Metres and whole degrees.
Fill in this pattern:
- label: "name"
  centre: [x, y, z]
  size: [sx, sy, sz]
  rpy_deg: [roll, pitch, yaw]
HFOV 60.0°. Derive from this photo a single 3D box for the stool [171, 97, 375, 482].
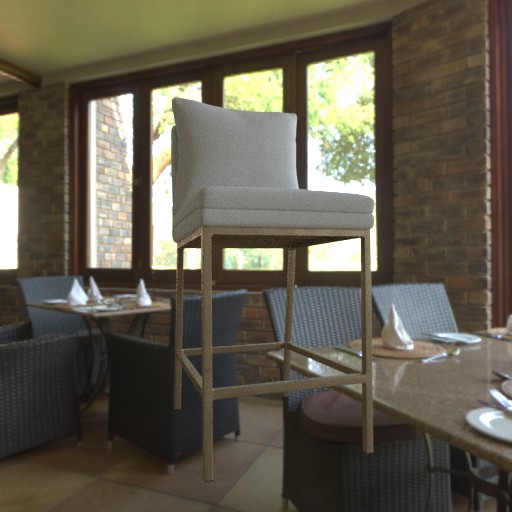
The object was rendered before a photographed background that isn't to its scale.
- label: "stool"
  centre: [0.000, 0.000, 1.332]
  size: [0.463, 1.032, 0.572]
  rpy_deg: [0, -1, -19]
